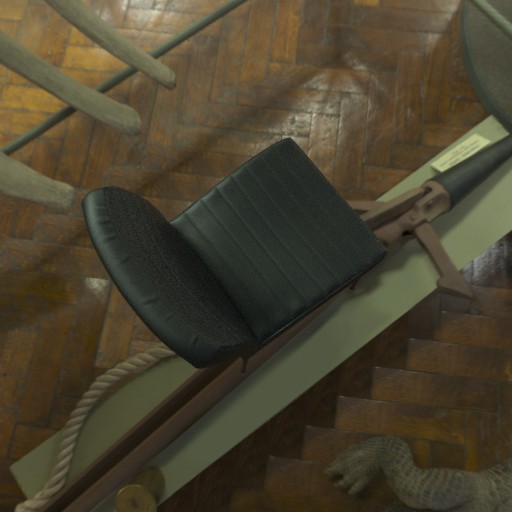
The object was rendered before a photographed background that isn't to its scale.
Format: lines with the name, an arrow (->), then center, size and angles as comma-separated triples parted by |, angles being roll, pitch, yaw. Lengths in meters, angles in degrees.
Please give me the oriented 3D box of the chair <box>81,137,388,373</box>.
chair -> 0.000, 0.000, 1.196 | 0.572, 0.872, 0.450 | -36, 78, -9
